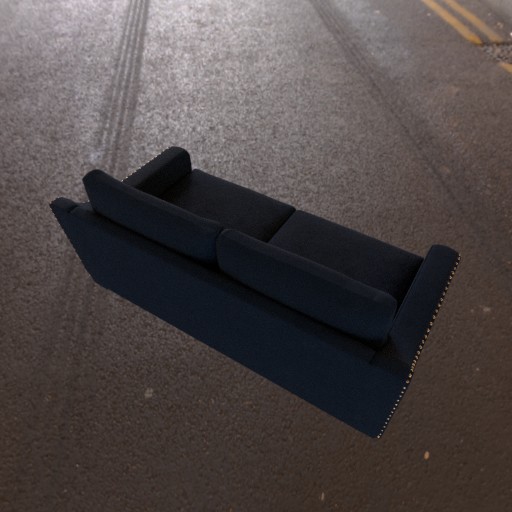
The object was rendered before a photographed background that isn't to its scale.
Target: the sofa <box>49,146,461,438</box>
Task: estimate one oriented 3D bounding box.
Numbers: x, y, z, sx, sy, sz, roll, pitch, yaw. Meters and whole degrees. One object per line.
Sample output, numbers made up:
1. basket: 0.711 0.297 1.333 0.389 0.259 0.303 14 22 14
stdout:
1. sofa: 0.000 0.000 2.685 2.107 0.983 1.104 24 51 22
